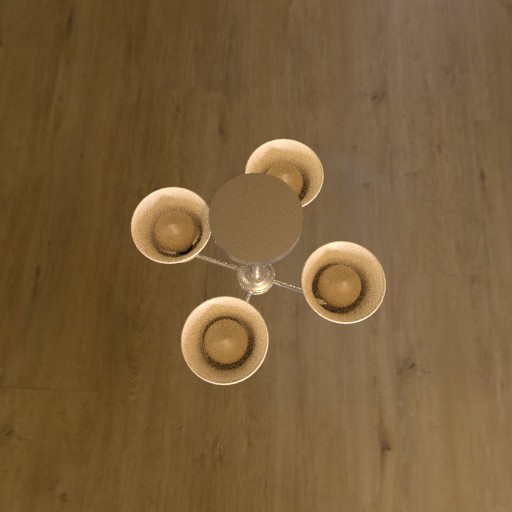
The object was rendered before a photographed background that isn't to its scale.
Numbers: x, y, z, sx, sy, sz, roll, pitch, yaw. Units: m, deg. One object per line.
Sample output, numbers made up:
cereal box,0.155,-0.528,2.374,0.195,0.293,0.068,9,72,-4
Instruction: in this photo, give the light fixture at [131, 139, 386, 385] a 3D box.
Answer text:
light fixture,0.000,0.000,0.738,0.427,0.370,0.427,18,75,5
